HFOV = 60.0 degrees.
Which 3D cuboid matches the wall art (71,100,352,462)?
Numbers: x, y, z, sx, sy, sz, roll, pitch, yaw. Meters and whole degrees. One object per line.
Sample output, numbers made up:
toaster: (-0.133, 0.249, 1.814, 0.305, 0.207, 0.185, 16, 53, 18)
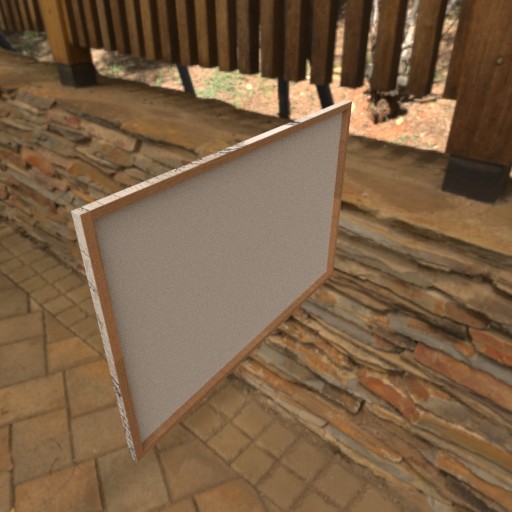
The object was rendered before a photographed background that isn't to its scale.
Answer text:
wall art: (0.000, 0.000, 1.135, 0.023, 0.607, 0.914, 21, 38, 30)
